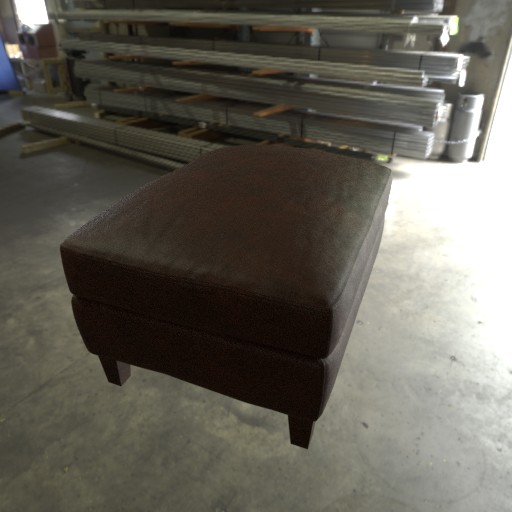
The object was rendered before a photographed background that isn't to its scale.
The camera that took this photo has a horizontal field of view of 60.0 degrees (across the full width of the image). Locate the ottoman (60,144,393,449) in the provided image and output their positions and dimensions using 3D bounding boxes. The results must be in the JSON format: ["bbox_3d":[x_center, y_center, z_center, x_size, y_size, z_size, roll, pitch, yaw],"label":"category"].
[{"bbox_3d":[0.000,0.000,1.306,0.659,0.527,0.887,11,31,19],"label":"ottoman"}]
